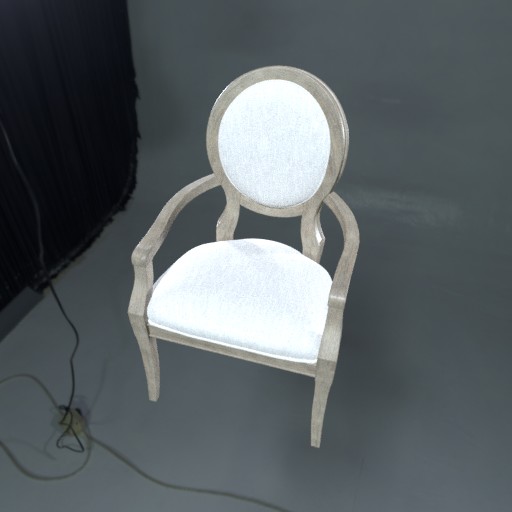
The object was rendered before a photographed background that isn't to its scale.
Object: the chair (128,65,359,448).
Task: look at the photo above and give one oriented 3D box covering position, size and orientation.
[{"bbox_3d":[0.000,0.000,1.395,0.611,0.991,0.602,11,42,13],"label":"chair"}]
